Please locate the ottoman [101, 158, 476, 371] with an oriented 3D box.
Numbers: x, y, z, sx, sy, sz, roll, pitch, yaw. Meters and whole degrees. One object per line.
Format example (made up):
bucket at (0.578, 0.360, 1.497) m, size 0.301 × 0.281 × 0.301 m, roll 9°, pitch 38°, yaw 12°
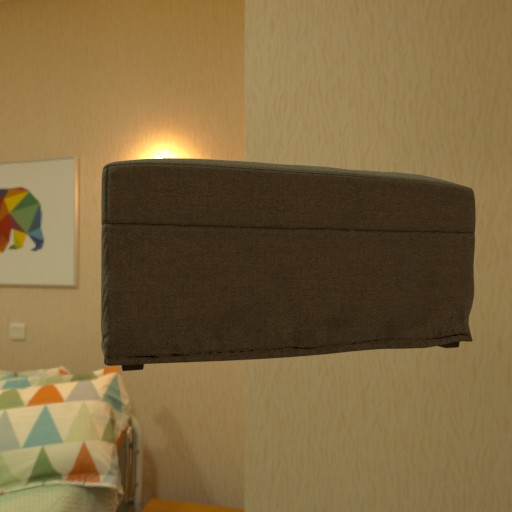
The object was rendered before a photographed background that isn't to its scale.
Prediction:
ottoman at (0.000, 0.000, 1.287) m, size 0.840 × 0.436 × 0.843 m, roll 0°, pitch -1°, yaw -18°
